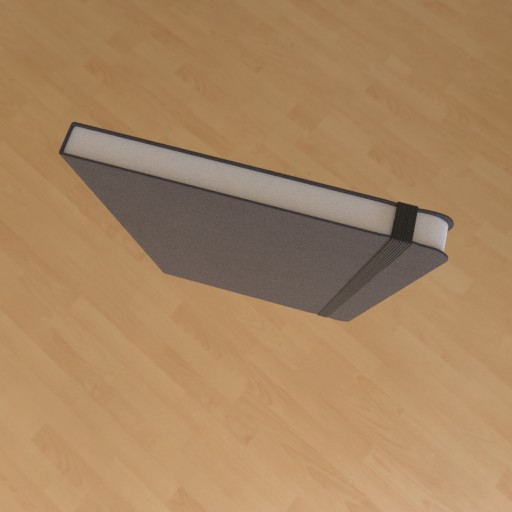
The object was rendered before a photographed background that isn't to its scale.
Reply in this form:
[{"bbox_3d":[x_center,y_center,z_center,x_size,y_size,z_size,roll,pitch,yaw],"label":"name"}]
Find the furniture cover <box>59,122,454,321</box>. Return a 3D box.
[{"bbox_3d":[0.000,0.000,0.369,0.216,0.281,0.023,15,75,4],"label":"furniture cover"}]
